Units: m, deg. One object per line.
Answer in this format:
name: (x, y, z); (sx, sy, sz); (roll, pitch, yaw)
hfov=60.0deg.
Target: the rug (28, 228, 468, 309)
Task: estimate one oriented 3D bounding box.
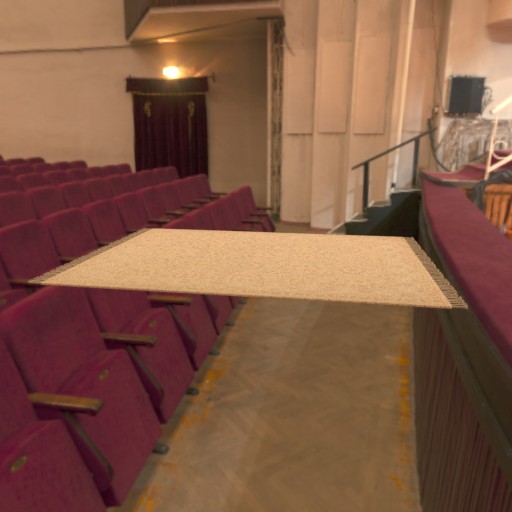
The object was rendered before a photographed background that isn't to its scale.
rug: (0.000, 0.000, 2.330); (1.771, 0.015, 1.223); (2, 15, 9)
